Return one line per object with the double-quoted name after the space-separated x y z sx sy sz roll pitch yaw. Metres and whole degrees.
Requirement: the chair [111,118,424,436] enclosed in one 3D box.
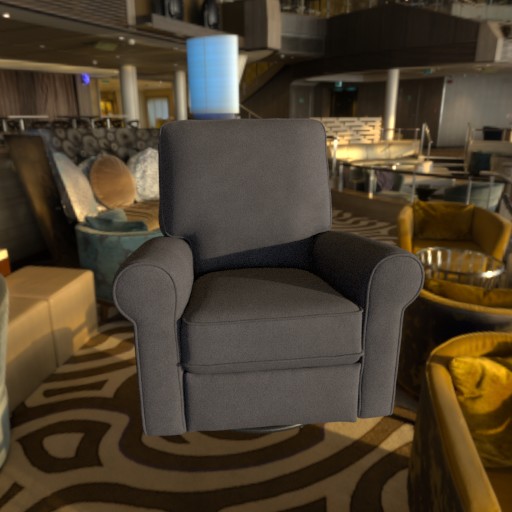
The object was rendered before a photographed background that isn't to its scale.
0.000 0.000 1.622 0.890 0.961 0.878 -2 17 -7 "chair"
